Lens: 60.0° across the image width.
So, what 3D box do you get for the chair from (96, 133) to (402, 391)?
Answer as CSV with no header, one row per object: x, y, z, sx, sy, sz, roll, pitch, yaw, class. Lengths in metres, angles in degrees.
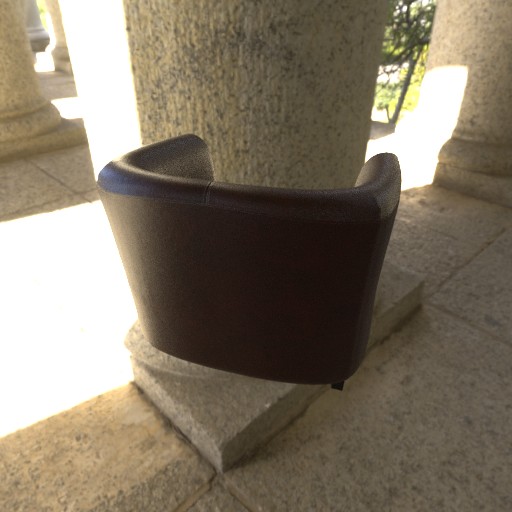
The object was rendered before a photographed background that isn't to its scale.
0.000,0.000,1.393,0.792,0.756,0.727,9,33,14,chair
